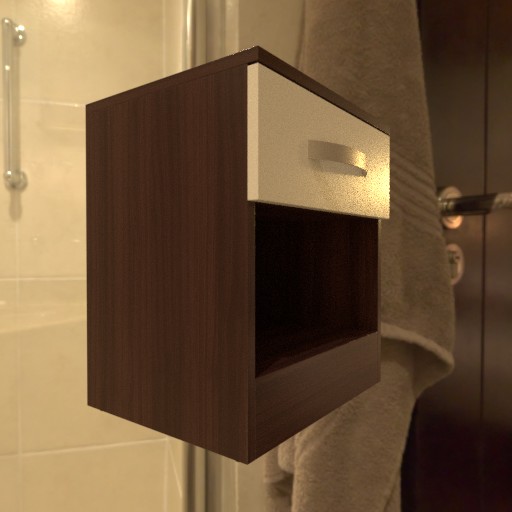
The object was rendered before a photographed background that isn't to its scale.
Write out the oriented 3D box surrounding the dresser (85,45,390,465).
[{"bbox_3d":[0.000,0.000,0.741,0.360,0.470,0.400,1,1,37],"label":"dresser"}]
